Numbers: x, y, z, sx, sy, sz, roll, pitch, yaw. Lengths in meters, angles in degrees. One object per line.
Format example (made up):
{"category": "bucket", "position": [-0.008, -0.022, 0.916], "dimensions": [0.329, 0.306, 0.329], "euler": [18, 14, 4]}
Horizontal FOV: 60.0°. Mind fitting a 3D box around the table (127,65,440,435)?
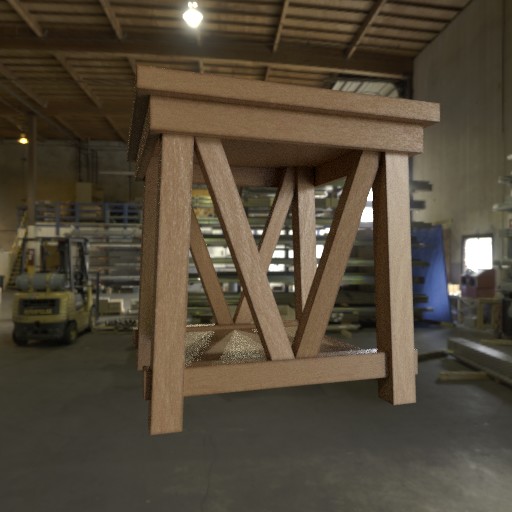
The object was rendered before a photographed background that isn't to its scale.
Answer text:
{"category": "table", "position": [0.000, 0.000, 1.122], "dimensions": [0.612, 0.638, 0.610], "euler": [0, 0, -18]}
